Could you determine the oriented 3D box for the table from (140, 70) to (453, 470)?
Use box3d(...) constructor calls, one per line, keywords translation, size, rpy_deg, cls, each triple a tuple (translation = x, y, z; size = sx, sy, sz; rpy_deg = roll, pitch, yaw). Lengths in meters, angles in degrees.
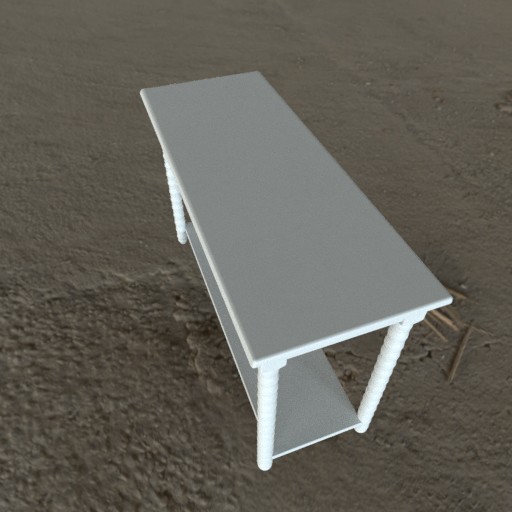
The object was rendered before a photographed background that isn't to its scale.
box3d(translation=(0.000, 0.000, 1.521), size=(0.459, 0.740, 1.184), rpy_deg=(-15, 48, -14), cls="table")
